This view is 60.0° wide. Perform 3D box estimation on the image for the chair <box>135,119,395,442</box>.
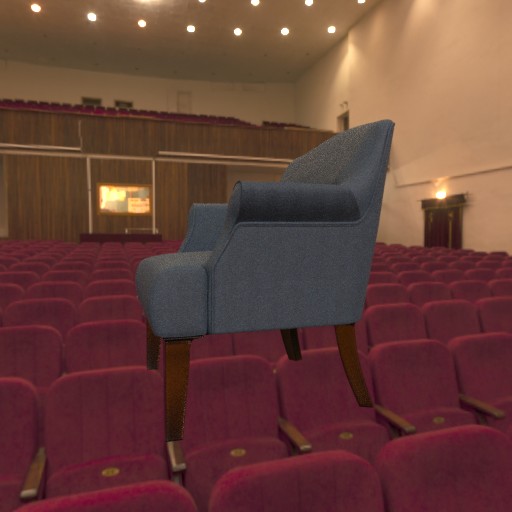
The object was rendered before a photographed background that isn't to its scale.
[{"bbox_3d":[0.000,0.000,1.486,0.754,0.878,0.770,-1,2,-18],"label":"chair"}]
